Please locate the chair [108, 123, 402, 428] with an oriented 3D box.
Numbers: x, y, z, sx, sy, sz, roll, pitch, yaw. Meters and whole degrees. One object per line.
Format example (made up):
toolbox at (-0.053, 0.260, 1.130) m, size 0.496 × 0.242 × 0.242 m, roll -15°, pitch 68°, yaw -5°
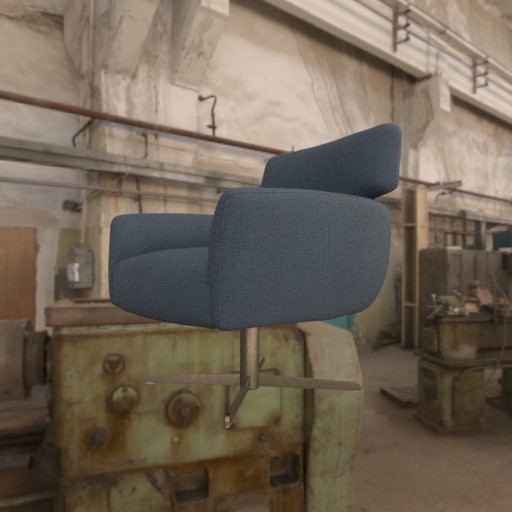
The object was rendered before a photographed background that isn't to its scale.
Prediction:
chair at (0.000, 0.000, 1.388) m, size 0.761 × 0.813 × 0.738 m, roll 1°, pitch -1°, yaw -37°
